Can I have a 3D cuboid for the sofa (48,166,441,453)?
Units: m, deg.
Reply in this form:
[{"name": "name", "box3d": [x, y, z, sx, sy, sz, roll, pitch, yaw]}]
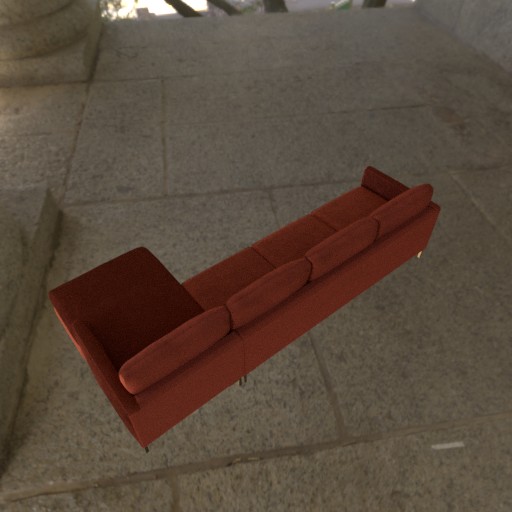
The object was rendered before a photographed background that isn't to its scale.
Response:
[{"name": "sofa", "box3d": [0.000, 0.000, 3.552, 2.932, 0.810, 1.350, -30, 52, -26]}]
